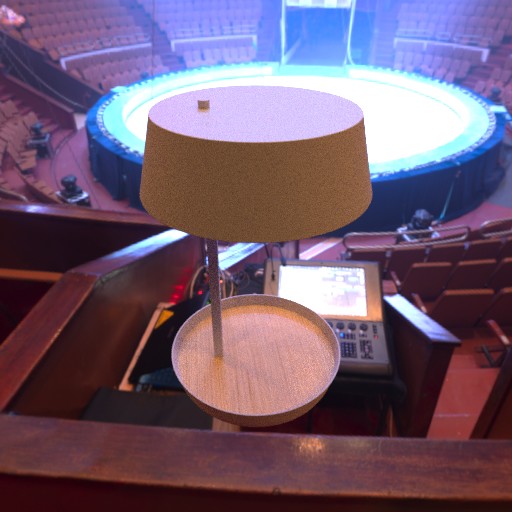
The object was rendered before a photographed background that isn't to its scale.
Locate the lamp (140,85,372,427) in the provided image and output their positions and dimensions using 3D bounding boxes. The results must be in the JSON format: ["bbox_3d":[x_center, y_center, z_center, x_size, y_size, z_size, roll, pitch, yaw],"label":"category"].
[{"bbox_3d":[0.000,0.000,0.627,0.291,0.429,0.291,0,33,0],"label":"lamp"}]
